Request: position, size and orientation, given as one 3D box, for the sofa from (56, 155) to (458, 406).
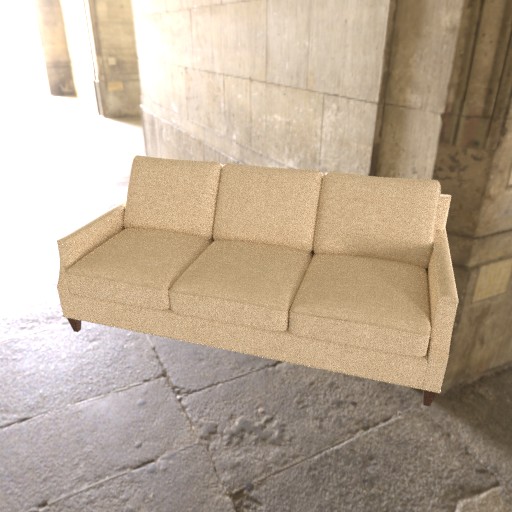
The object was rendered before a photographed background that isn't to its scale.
[{"bbox_3d":[0.000,0.000,2.738,2.210,0.940,1.041,8,28,15],"label":"sofa"}]
